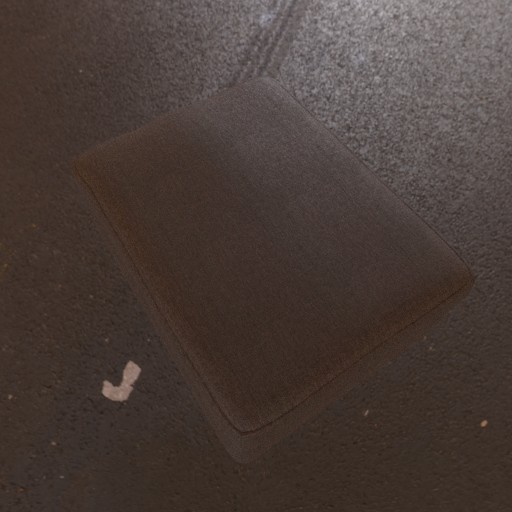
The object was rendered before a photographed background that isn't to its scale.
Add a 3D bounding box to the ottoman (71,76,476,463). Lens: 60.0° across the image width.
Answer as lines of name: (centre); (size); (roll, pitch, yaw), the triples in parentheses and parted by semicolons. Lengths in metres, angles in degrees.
ottoman: (0.000, 0.000, 1.186); (0.639, 0.496, 0.826); (-30, 64, -16)
